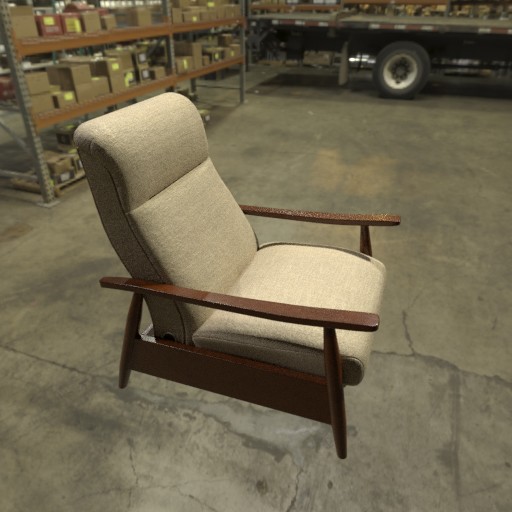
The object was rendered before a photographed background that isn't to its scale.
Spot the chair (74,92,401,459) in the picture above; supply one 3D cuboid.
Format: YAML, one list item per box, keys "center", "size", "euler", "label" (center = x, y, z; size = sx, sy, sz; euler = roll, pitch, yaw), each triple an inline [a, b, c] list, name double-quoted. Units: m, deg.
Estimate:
- center: [0.000, 0.000, 1.738]
  size: [1.014, 1.082, 0.762]
  euler: [11, 33, 17]
  label: "chair"
